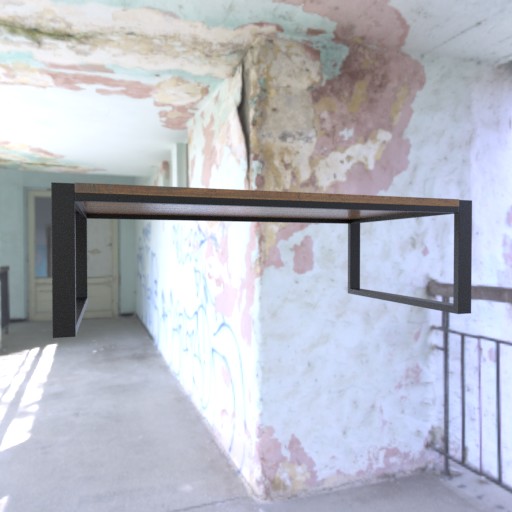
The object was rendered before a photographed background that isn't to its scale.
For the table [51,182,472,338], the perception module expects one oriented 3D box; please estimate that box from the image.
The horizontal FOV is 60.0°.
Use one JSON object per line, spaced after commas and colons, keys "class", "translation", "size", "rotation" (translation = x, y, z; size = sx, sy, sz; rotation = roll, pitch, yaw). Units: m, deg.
{"class": "table", "translation": [0.000, 0.000, 1.701], "size": [1.350, 0.400, 0.750], "rotation": [0, 1, -19]}
